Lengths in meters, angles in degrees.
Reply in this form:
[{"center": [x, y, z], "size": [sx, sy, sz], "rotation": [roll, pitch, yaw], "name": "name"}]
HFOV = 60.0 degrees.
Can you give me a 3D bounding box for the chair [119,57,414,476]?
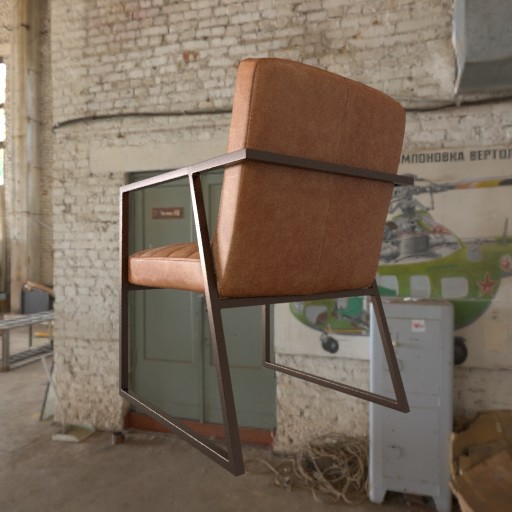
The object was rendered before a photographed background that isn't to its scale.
[{"center": [0.000, 0.000, 1.256], "size": [0.571, 0.832, 0.677], "rotation": [0, 1, -37], "name": "chair"}]
